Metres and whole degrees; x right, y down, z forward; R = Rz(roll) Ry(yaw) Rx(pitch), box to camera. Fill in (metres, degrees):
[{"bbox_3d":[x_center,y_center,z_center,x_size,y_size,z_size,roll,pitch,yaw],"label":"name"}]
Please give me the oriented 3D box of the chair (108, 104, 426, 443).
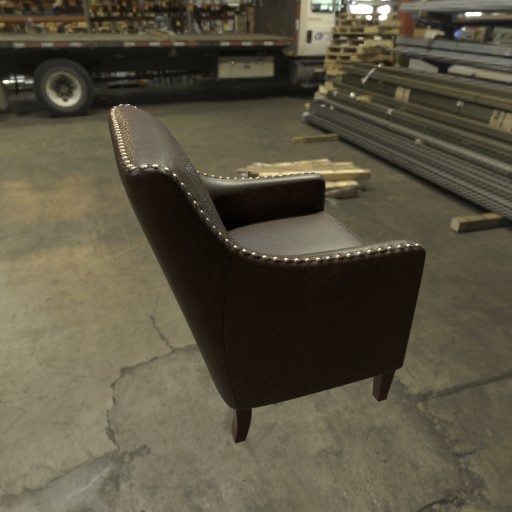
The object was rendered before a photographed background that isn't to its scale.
[{"bbox_3d":[0.000,0.000,1.304,0.704,0.813,0.639,-9,31,-16],"label":"chair"}]
